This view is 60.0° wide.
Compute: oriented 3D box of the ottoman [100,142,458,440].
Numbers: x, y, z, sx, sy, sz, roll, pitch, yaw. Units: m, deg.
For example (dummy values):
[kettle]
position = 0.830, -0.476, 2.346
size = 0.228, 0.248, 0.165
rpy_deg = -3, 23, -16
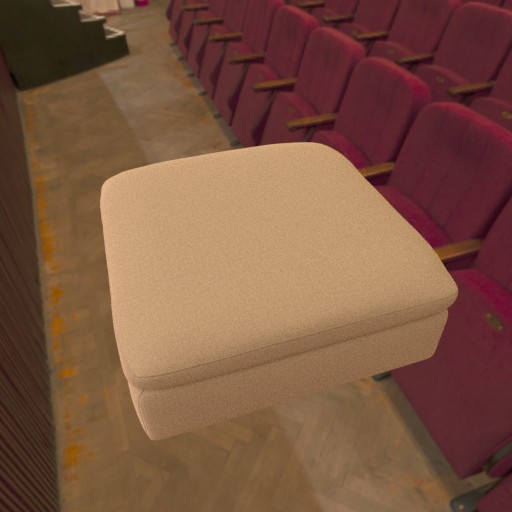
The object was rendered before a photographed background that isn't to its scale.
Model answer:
[ottoman]
position = 0.000, 0.000, 1.585
size = 0.996, 0.467, 0.977
rpy_deg = -12, 43, -13
